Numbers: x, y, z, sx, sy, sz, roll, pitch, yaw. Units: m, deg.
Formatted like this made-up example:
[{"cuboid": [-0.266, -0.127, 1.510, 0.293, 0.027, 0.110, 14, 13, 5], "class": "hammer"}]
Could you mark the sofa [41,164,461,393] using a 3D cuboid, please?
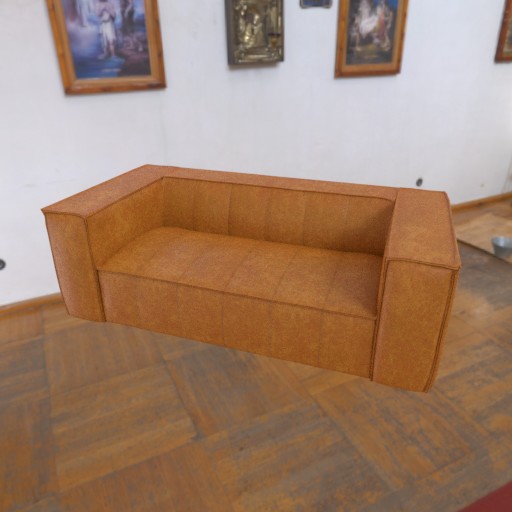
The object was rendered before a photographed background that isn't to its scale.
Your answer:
[{"cuboid": [0.000, 0.000, 2.607, 2.088, 0.703, 1.102, 8, 27, 17], "class": "sofa"}]
